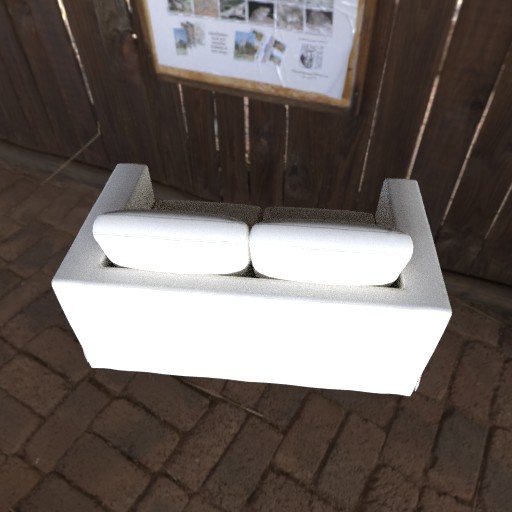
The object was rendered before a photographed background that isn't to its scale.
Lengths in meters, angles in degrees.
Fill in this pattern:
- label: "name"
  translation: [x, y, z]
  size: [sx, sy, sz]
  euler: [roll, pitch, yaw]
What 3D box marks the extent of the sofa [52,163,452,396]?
- label: "sofa"
  translation: [0.000, 0.000, 2.442]
  size: [1.813, 0.932, 1.009]
  euler: [4, 45, 4]
